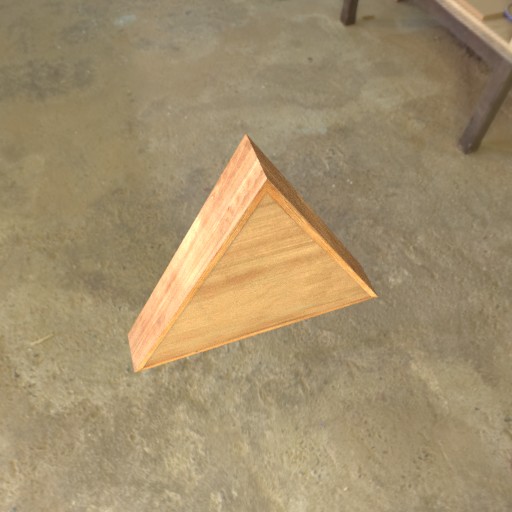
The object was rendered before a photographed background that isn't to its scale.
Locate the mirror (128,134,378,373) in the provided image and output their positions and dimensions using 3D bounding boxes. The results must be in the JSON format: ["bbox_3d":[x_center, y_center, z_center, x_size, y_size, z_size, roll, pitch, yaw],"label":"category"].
[{"bbox_3d":[0.000,0.000,0.885,0.631,0.548,0.100,-16,58,-10],"label":"mirror"}]
